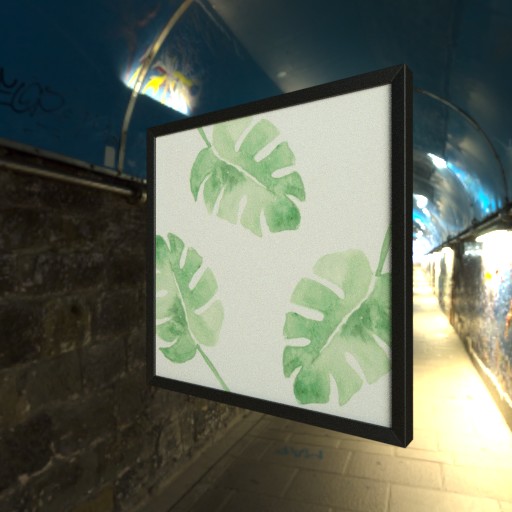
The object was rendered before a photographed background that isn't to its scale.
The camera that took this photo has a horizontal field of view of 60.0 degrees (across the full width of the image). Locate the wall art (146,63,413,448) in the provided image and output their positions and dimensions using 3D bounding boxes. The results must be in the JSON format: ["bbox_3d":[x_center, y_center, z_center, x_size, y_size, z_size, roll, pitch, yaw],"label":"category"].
[{"bbox_3d":[0.000,0.000,0.744,0.508,0.508,0.036,0,0,35],"label":"wall art"}]
